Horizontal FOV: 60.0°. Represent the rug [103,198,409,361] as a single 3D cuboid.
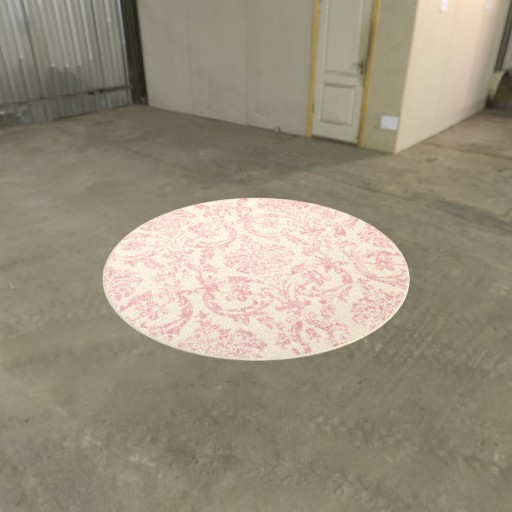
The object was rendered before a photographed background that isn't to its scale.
[{"bbox_3d":[0.000,0.000,2.400,1.593,0.012,1.593,0,30,0],"label":"rug"}]
